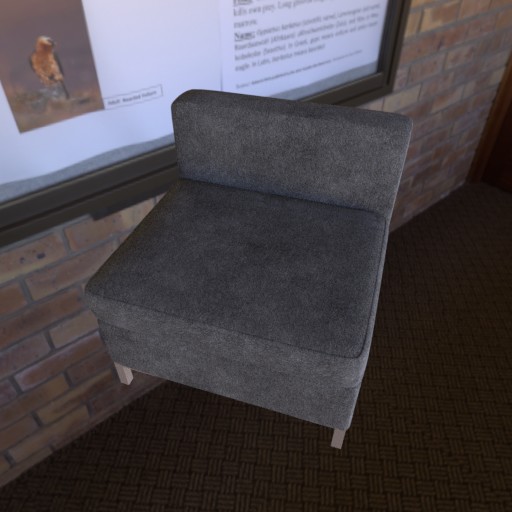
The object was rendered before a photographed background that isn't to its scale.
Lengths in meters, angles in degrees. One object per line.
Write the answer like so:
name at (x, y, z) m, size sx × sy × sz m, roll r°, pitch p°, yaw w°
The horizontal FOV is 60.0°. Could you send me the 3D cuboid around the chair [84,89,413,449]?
chair at (0.000, 0.000, 1.234) m, size 0.680 × 0.660 × 0.680 m, roll 12°, pitch 42°, yaw 13°
